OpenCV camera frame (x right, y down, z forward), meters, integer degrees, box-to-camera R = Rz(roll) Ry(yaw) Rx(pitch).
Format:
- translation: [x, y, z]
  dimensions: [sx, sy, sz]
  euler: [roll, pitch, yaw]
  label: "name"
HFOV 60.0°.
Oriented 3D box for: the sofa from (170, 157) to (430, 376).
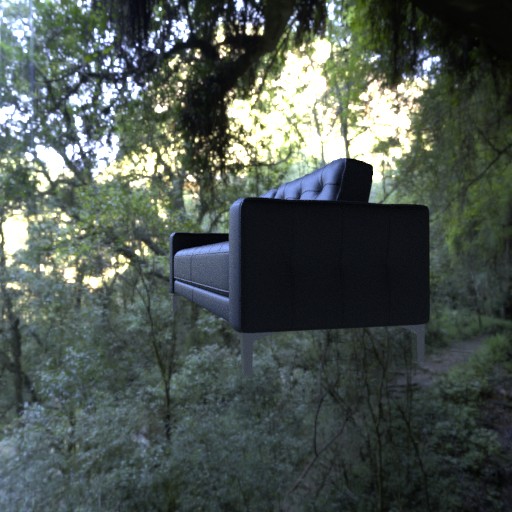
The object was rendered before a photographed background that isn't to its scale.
- translation: [0.000, 0.000, 2.765]
  dimensions: [0.833, 0.893, 2.275]
  euler: [0, -1, -17]
  label: "sofa"
